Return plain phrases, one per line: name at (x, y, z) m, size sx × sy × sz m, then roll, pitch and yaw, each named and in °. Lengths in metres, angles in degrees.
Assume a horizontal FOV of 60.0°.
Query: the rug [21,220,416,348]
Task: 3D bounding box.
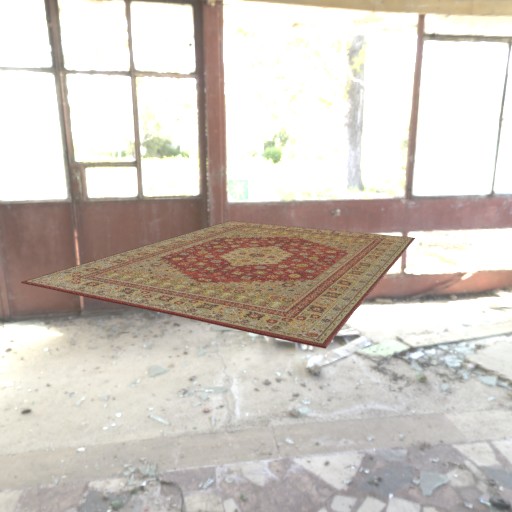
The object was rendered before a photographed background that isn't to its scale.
rug at (0.000, 0.000, 4.102) m, size 2.387 × 0.013 × 3.053 m, roll 7°, pitch 16°, yaw 27°
